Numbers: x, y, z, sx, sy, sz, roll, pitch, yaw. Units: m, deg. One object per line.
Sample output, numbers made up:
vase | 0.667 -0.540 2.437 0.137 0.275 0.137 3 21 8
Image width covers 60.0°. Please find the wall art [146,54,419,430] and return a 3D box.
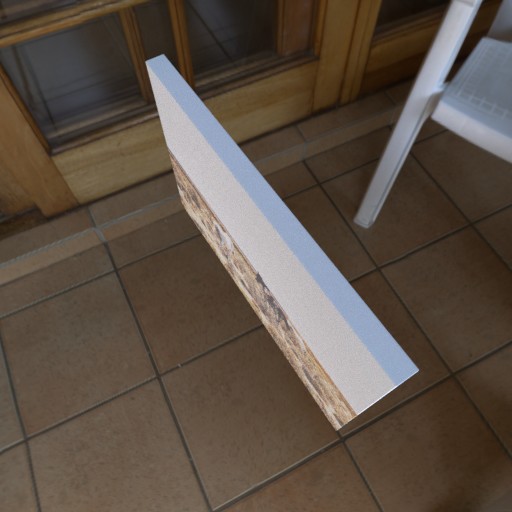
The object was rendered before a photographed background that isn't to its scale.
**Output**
wall art | 0.000 0.000 1.168 0.050 0.610 0.914 -30 66 -15
